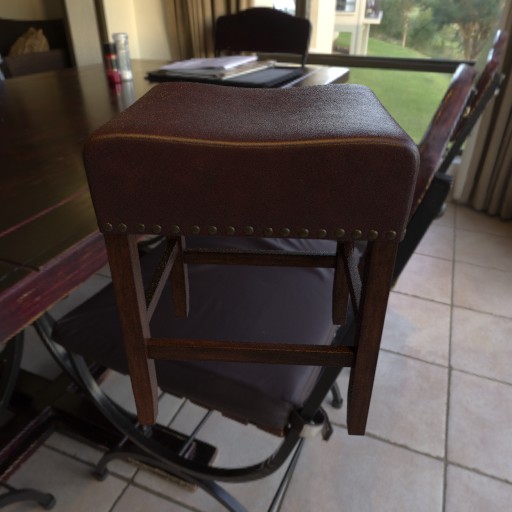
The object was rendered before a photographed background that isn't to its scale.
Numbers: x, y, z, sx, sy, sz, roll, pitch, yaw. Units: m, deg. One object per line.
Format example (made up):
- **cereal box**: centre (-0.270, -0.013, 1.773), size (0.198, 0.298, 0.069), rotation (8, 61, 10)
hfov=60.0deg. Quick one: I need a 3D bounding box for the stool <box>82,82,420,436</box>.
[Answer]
- **stool**: centre (0.000, 0.000, 0.904), size (0.465, 0.608, 0.397), rotation (2, 31, 3)
